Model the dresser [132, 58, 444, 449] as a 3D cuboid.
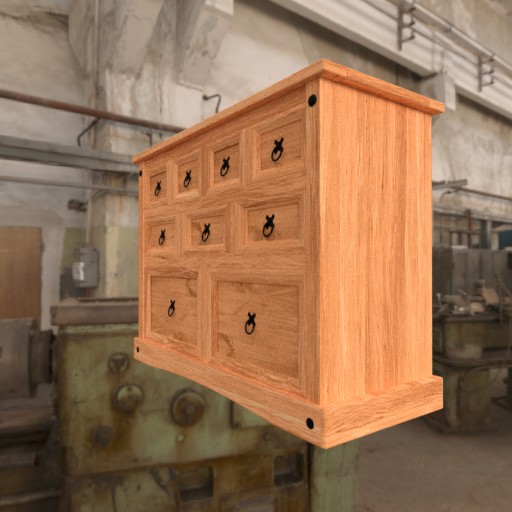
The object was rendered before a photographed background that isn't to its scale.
[{"bbox_3d":[0.000,0.000,1.349,0.410,0.740,0.990,0,-1,-36],"label":"dresser"}]
